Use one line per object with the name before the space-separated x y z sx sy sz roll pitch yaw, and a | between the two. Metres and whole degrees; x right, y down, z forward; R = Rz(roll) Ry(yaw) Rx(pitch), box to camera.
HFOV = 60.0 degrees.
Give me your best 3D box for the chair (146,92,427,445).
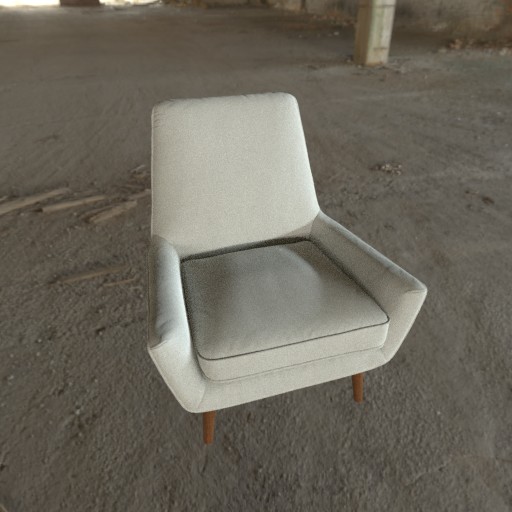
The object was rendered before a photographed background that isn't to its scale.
chair | 0.000 0.000 1.482 0.787 0.888 0.822 -10 34 -15
